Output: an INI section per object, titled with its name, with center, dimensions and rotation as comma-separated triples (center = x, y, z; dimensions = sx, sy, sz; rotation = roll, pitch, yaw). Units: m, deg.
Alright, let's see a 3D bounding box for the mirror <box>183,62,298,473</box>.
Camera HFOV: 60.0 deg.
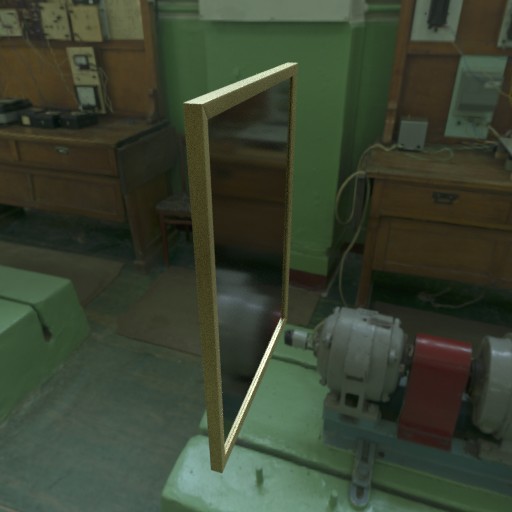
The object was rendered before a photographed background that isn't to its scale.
[mirror]
center = 0.000, 0.000, 1.348
dimensions = 0.040, 1.016, 0.762
rotation = 9, 30, 15
